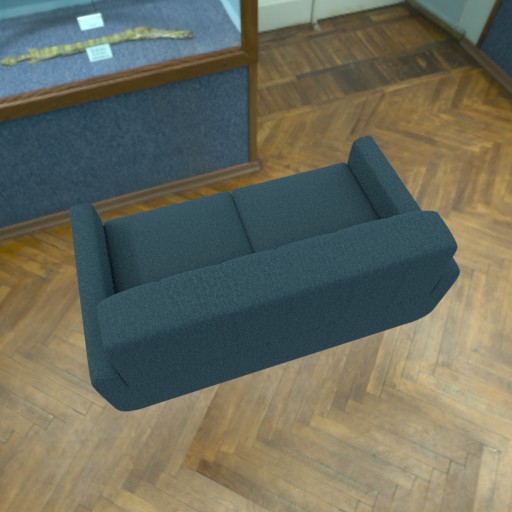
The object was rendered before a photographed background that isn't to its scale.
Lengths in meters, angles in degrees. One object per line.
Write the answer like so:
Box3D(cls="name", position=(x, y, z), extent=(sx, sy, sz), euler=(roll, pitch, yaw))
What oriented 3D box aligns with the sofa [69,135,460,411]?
Box3D(cls="sofa", position=(0.000, 0.000, 2.207), extent=(1.651, 0.896, 0.942), euler=(-15, 59, -10))
